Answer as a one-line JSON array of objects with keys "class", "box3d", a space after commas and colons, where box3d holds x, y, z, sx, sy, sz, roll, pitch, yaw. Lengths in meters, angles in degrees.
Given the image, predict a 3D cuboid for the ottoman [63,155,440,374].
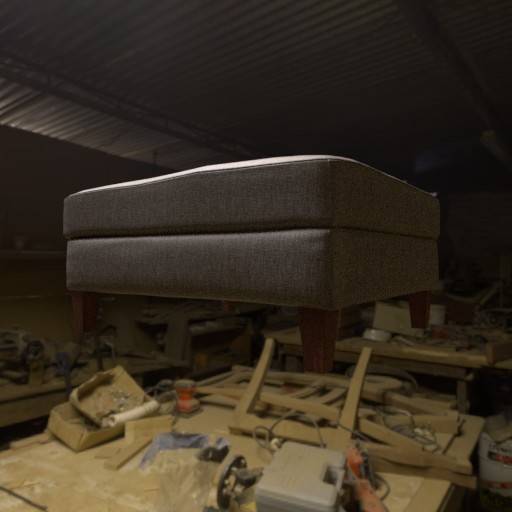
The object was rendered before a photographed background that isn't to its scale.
[{"class": "ottoman", "box3d": [0.000, 0.000, 1.485, 0.994, 0.492, 0.839, 0, -1, 36]}]
